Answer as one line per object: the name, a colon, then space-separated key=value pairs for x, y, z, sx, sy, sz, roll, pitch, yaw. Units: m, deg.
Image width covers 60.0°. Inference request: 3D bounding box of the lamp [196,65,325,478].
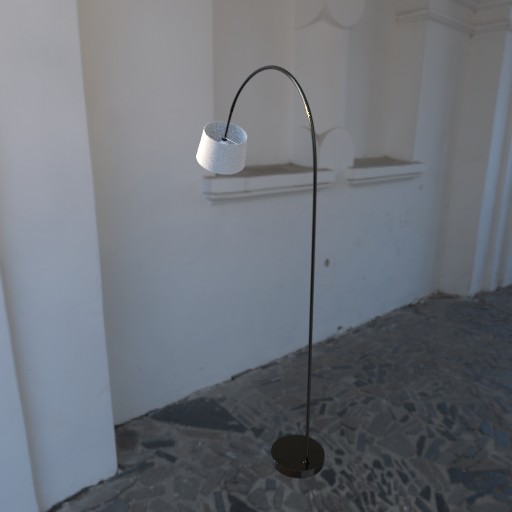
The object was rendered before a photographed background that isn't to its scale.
lamp: x=0.000 y=0.000 z=2.684 sx=0.331 sy=2.104 sz=1.363 roll=-7 pitch=16 yaw=-25
